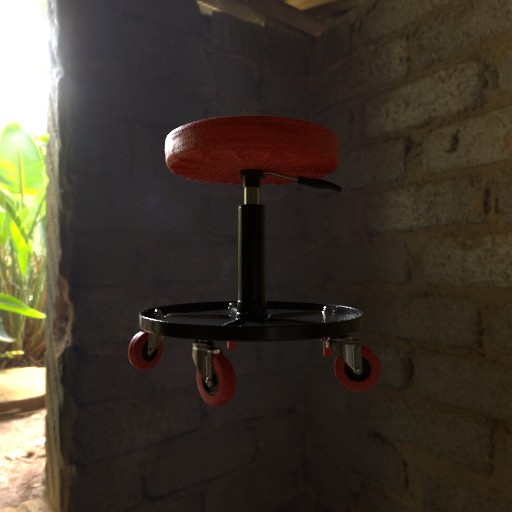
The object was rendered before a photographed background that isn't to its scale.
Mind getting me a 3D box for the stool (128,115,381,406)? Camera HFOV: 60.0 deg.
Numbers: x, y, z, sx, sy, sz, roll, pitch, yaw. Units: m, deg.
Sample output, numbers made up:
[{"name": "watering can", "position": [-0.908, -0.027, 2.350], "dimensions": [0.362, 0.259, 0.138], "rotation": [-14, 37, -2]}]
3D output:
[{"name": "stool", "position": [0.000, 0.000, 0.701], "dimensions": [0.382, 0.365, 0.381], "rotation": [0, -1, 17]}]
